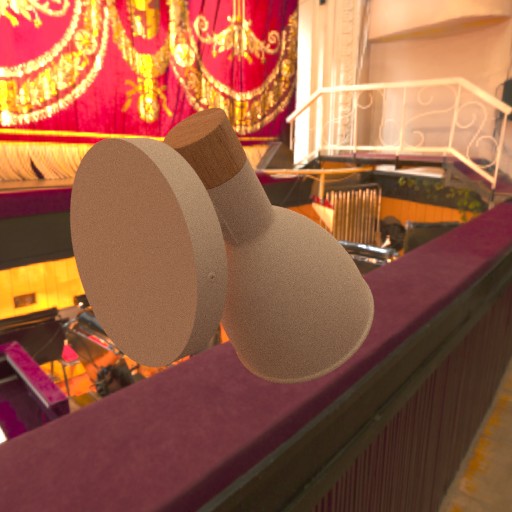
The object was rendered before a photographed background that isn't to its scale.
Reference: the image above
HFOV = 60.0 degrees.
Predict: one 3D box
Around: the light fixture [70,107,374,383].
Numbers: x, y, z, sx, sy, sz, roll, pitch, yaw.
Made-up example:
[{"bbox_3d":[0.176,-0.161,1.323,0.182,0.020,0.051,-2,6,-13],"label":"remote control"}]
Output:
[{"bbox_3d":[0.000,0.000,0.318,0.127,0.199,0.209,14,20,42],"label":"light fixture"}]
